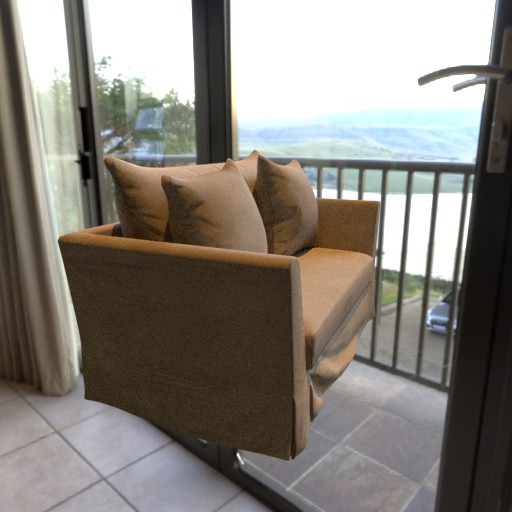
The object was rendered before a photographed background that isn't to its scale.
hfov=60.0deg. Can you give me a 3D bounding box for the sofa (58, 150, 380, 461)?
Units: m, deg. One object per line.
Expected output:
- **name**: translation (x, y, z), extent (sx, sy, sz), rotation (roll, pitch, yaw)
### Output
- **sofa**: translation (0.000, 0.000, 2.274), extent (1.035, 1.040, 1.608), rotation (6, 16, 24)
